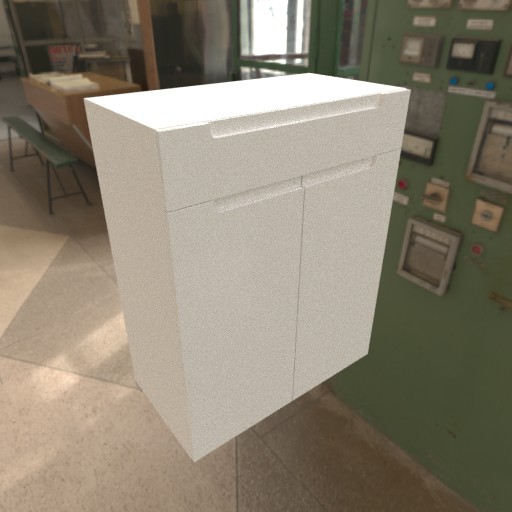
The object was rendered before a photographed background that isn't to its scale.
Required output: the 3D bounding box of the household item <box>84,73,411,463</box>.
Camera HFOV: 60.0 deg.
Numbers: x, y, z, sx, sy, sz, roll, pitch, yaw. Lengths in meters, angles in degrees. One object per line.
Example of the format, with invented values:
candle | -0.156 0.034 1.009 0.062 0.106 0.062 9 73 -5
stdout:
household item | 0.000 0.000 1.447 0.790 1.010 0.420 -21 36 -32
